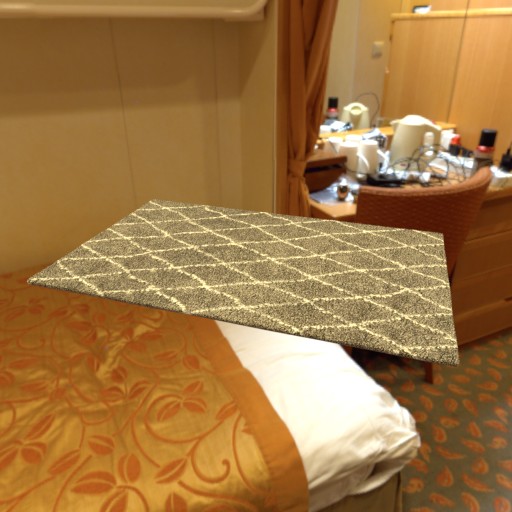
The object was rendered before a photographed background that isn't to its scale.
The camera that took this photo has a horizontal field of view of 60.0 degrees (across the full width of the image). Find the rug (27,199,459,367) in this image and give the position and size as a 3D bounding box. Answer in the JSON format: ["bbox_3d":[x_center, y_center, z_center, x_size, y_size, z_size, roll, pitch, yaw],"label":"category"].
[{"bbox_3d":[0.000,0.000,2.993,2.438,0.030,1.524,8,28,16],"label":"rug"}]
